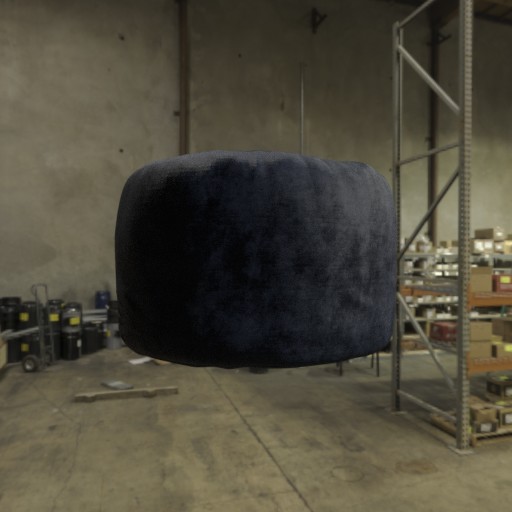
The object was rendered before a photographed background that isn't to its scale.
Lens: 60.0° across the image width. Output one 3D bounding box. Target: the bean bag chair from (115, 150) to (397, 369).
[{"bbox_3d":[0.000,0.000,1.996,1.219,0.762,1.219,0,0,0],"label":"bean bag chair"}]
